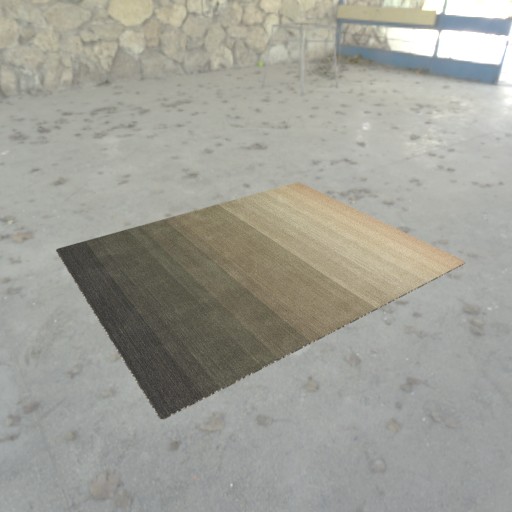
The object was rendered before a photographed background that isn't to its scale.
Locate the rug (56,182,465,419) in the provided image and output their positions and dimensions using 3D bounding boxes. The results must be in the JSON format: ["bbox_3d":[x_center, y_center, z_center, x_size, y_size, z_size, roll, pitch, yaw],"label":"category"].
[{"bbox_3d":[0.000,0.000,3.980,2.902,0.017,2.305,-20,36,-29],"label":"rug"}]
